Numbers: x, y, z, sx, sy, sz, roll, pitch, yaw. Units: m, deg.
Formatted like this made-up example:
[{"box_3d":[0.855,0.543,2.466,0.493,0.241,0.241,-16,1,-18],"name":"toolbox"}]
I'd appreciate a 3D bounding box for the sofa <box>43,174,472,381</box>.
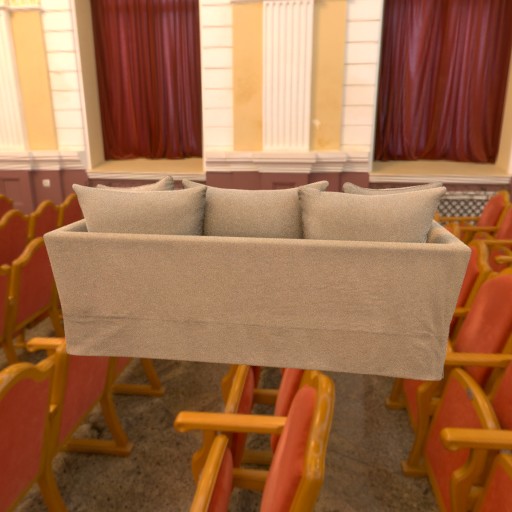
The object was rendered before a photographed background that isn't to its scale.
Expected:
[{"box_3d":[0.000,0.000,2.849,2.290,1.034,1.031,2,16,8],"name":"sofa"}]
